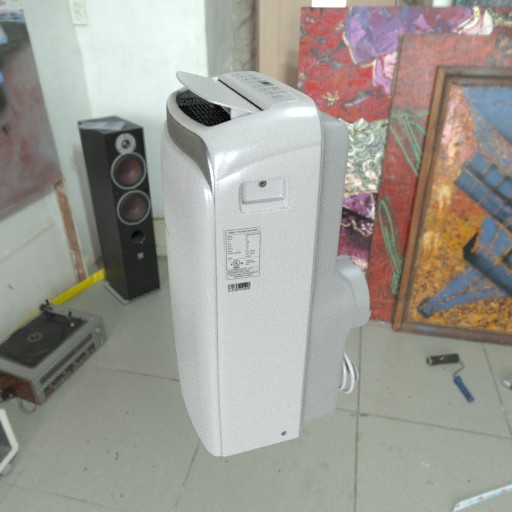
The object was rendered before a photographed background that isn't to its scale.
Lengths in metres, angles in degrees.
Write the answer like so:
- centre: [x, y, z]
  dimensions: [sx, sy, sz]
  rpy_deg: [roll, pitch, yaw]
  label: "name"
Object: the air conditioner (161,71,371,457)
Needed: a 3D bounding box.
- centre: [0.000, 0.000, 1.036]
  dimensions: [0.414, 0.786, 0.449]
  rpy_deg: [-9, 31, -14]
  label: "air conditioner"
